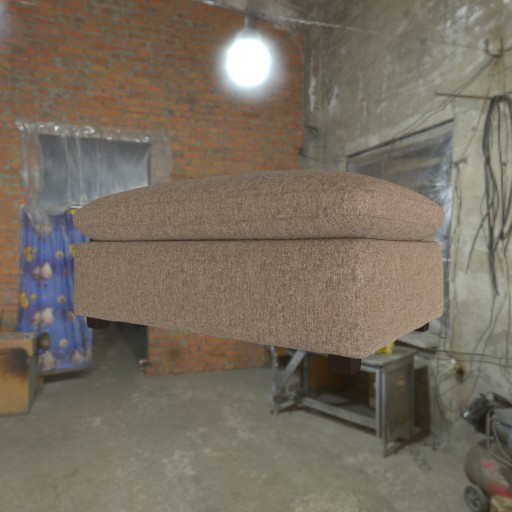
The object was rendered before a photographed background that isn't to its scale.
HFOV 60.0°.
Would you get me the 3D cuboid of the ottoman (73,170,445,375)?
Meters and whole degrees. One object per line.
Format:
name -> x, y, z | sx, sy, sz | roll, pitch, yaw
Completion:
ottoman -> 0.000, 0.000, 1.363 | 0.977, 0.451, 0.694 | 1, 2, 35
